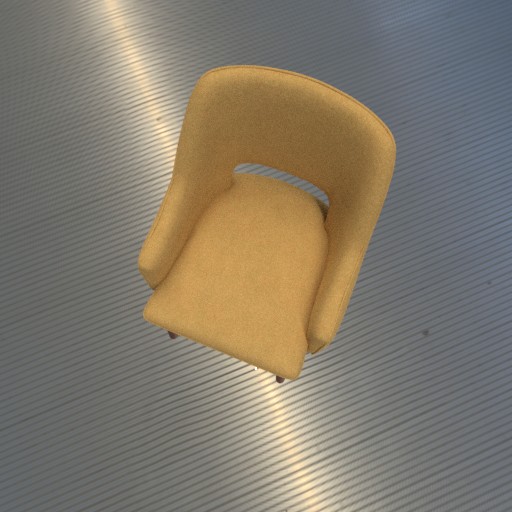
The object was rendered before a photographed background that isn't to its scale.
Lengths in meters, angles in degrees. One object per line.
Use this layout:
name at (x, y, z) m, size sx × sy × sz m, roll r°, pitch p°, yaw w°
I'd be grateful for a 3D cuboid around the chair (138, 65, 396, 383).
chair at (0.000, 0.000, 1.249) m, size 0.548 × 0.849 × 0.605 m, roll 21°, pitch 77°, yaw 5°
